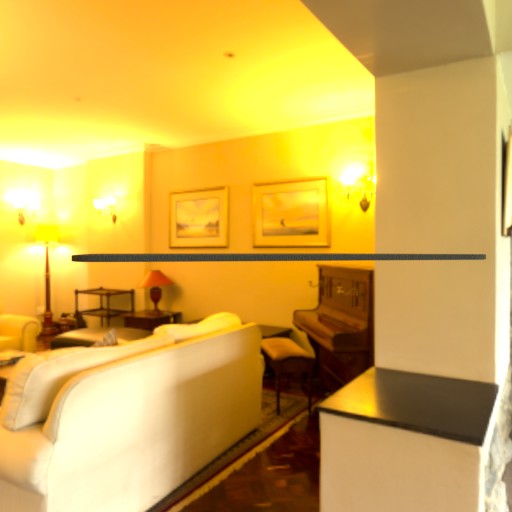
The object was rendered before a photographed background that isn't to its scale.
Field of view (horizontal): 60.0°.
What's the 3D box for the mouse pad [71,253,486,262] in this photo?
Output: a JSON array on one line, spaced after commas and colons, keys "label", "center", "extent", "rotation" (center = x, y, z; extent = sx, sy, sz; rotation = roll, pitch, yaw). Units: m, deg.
[{"label": "mouse pad", "center": [0.000, 0.000, 0.315], "extent": [0.229, 0.003, 0.203], "rotation": [0, 1, -17]}]
